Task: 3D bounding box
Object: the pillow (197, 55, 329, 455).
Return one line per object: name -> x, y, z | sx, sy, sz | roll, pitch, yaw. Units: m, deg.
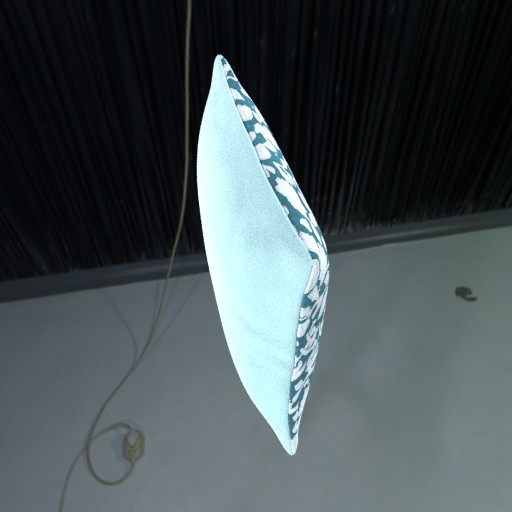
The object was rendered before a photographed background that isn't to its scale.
pillow -> 0.000, 0.000, 0.792 | 0.166, 0.508, 0.525 | -10, 46, -9
